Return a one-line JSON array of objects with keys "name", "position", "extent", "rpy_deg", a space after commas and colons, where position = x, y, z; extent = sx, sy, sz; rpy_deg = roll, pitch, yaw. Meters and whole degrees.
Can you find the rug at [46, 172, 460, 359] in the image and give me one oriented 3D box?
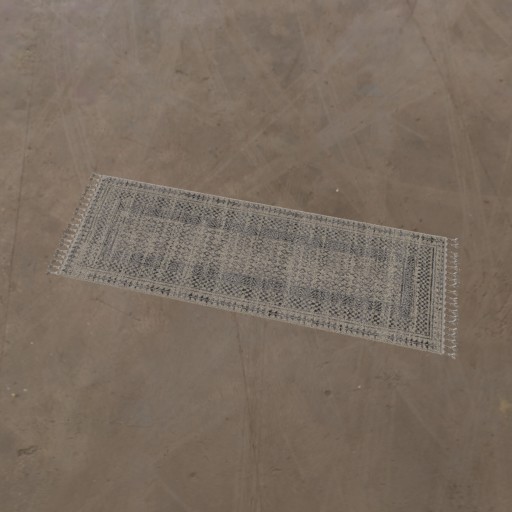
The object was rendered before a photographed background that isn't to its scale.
[{"name": "rug", "position": [0.000, 0.000, 2.749], "extent": [2.480, 0.013, 0.786], "rpy_deg": [11, 64, 5]}]
